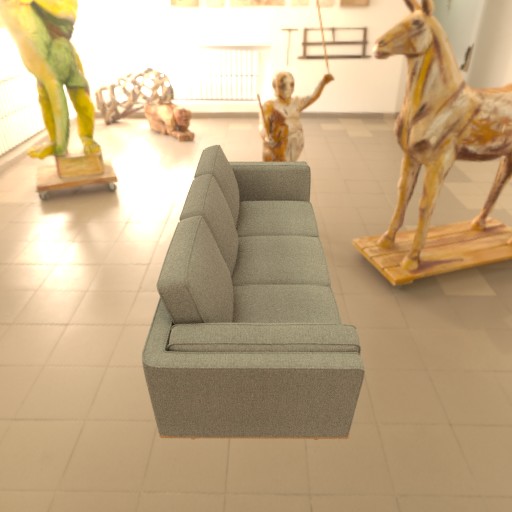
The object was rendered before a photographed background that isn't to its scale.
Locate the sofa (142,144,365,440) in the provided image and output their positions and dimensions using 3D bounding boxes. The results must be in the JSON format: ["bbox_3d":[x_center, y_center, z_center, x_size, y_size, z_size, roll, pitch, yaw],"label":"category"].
[{"bbox_3d":[0.000,0.000,2.806,0.903,0.899,2.362,0,31,0],"label":"sofa"}]
